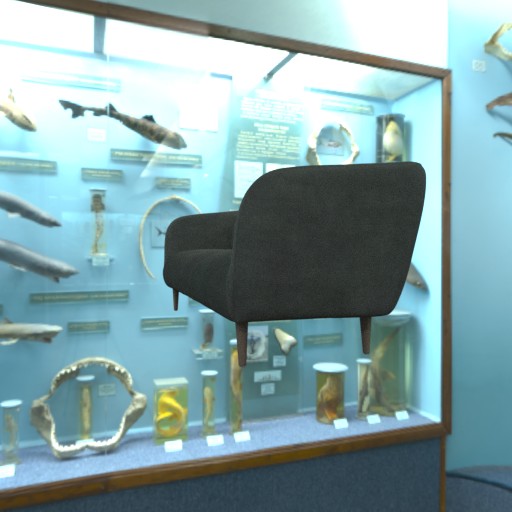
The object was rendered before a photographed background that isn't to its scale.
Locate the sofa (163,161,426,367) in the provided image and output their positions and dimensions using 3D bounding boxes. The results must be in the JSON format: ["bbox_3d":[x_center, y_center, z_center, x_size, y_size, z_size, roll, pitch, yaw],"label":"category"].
[{"bbox_3d":[0.000,0.000,2.755,0.956,0.875,2.296,0,0,-18],"label":"sofa"}]
